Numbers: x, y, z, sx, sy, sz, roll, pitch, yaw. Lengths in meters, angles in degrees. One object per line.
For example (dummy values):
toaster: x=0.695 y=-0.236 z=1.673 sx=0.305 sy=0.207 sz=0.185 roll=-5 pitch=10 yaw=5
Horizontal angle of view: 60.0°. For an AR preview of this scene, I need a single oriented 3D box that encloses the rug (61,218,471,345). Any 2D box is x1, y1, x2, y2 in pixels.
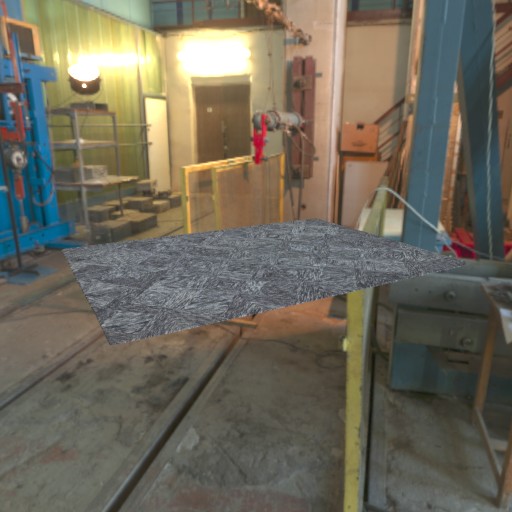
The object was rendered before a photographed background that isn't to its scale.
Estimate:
rug: x=0.000 y=0.000 z=5.414 sx=4.093 sy=0.020 sz=2.997 roll=-9 pitch=19 yaw=-28
